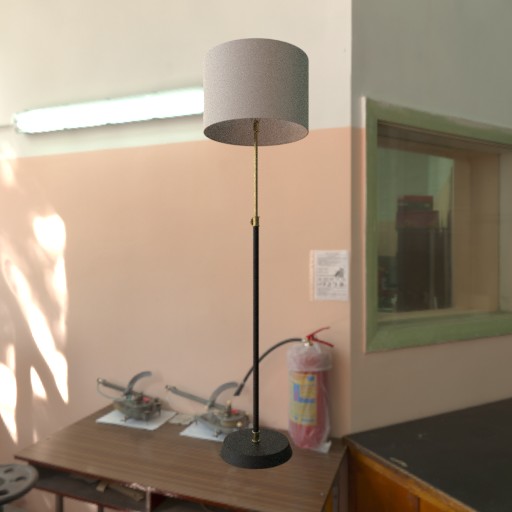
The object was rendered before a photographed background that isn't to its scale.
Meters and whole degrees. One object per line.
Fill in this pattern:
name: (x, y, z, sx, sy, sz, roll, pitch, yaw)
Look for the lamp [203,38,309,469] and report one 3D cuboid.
lamp: (0.000, 0.000, 1.714, 0.404, 1.517, 0.404, 0, 1, -36)
